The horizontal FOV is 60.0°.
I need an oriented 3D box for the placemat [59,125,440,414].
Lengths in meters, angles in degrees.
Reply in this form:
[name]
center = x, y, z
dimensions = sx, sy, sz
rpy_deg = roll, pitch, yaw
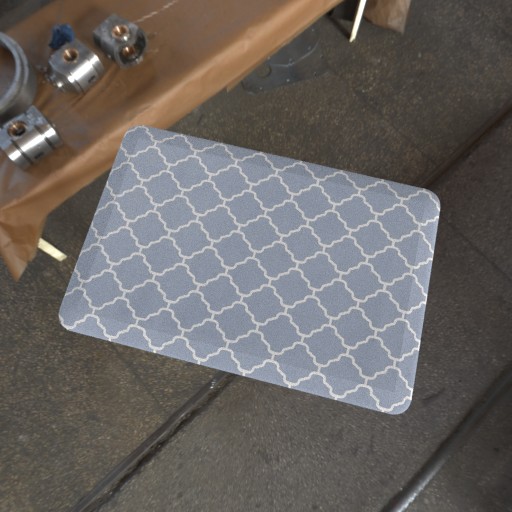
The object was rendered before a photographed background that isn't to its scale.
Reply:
[placemat]
center = 0.000, 0.000, 0.978
dimensions = 0.762, 0.021, 0.508
rpy_deg = 14, 75, 4
